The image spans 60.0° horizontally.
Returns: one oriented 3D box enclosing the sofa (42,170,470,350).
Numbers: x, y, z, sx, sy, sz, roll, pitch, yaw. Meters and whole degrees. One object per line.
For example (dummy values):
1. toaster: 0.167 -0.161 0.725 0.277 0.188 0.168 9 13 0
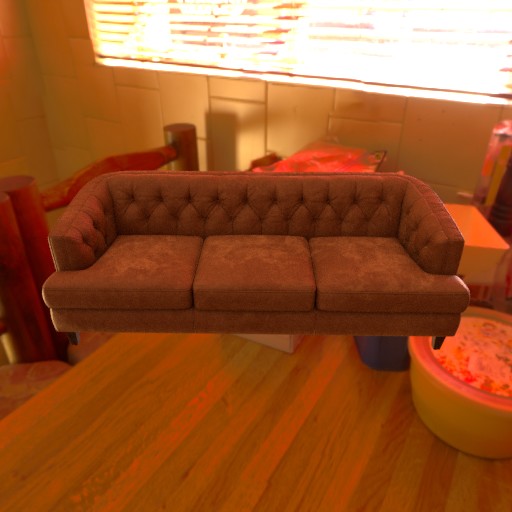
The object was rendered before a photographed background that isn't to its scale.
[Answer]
1. sofa: 0.000 0.000 2.701 2.257 0.791 0.922 1 30 1
